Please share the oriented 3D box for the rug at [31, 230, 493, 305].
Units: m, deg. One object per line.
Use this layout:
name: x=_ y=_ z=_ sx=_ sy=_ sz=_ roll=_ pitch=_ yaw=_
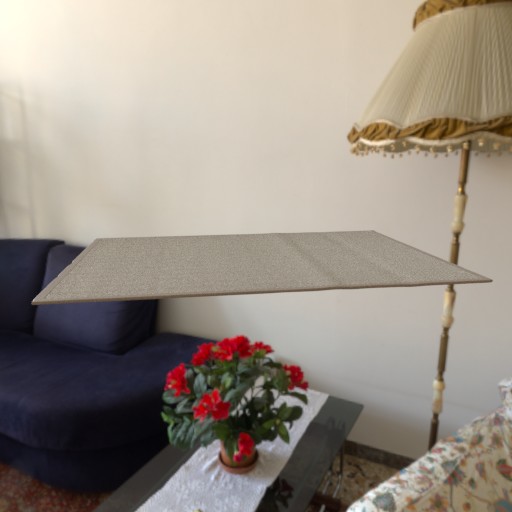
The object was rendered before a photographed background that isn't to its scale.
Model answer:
rug: x=0.000 y=0.000 z=2.894 sx=2.290 sy=0.021 sz=1.540 roll=-2 pitch=13 yaw=-9
